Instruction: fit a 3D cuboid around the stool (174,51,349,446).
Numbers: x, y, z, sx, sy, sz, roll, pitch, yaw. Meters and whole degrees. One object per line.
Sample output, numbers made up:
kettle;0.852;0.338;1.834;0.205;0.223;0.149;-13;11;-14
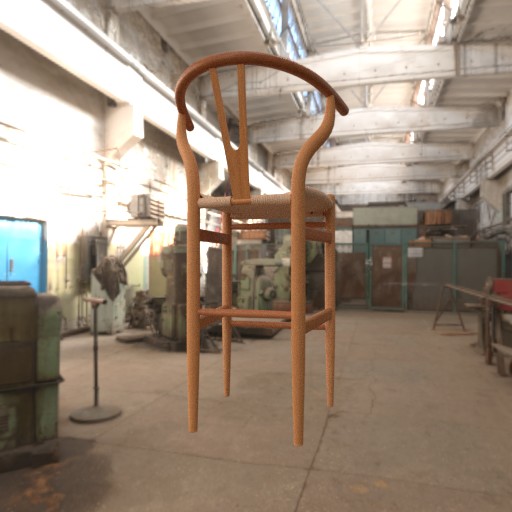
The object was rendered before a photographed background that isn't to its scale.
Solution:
stool;0.000;0.000;1.417;0.574;1.068;0.561;0;-1;18
